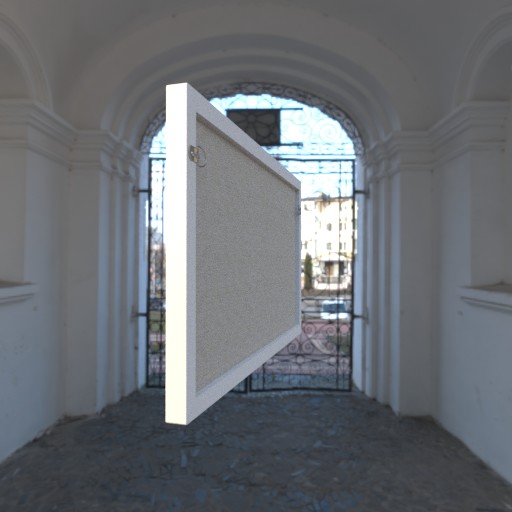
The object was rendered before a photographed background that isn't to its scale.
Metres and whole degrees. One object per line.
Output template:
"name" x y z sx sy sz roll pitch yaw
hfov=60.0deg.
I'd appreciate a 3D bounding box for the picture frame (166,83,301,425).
"picture frame" 0.000 0.000 0.803 0.044 0.379 0.647 0 -1 17
